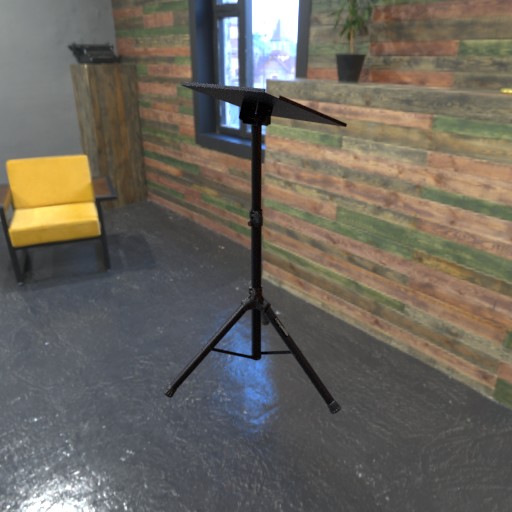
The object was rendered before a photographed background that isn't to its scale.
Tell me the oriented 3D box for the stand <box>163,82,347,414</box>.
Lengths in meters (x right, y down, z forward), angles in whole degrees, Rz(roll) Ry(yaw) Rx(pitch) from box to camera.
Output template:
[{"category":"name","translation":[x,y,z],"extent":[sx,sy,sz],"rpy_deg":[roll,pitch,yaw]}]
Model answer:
[{"category":"stand","translation":[0.000,0.000,1.656],"extent":[0.702,1.198,0.702],"rpy_deg":[-18,30,-35]}]
